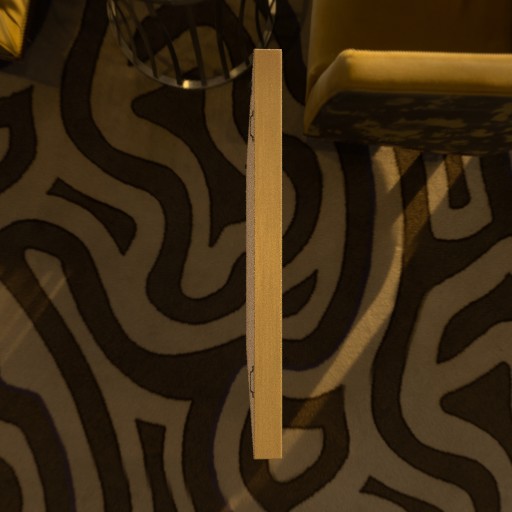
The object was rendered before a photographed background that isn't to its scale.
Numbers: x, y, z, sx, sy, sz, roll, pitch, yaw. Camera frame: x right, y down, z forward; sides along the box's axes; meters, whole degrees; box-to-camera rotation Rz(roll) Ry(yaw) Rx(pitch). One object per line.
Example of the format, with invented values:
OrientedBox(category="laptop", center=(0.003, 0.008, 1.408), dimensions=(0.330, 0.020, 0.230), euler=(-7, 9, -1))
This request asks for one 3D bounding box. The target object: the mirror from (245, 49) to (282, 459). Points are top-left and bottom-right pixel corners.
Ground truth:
OrientedBox(category="mirror", center=(0.000, 0.000, 0.903), dimensions=(0.039, 0.710, 0.507), euler=(0, 89, -2))
